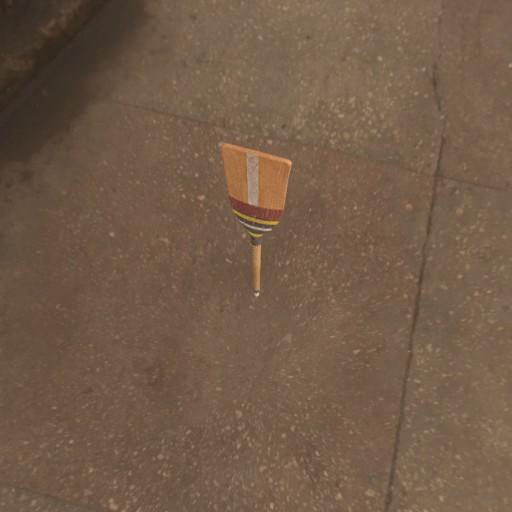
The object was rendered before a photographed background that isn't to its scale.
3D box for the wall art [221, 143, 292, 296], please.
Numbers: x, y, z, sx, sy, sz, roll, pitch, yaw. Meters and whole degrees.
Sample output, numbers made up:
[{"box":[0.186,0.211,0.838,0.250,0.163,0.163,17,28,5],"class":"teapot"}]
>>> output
[{"box":[0.000,0.000,1.628,0.146,1.556,0.038,16,75,4],"class":"wall art"}]
